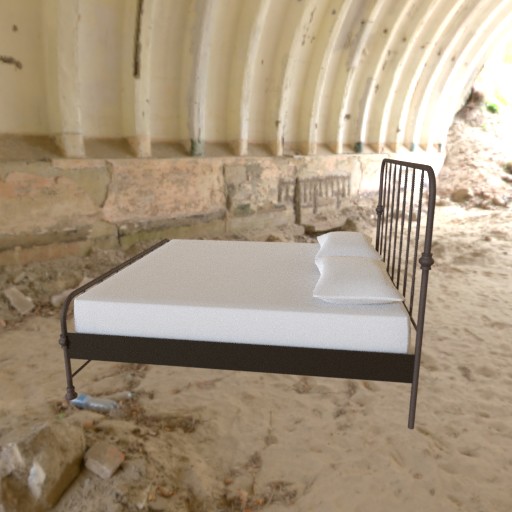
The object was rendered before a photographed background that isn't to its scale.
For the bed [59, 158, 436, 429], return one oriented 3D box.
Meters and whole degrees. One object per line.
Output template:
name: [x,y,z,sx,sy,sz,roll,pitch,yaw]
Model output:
bed: [0.000,0.000,3.421,2.134,1.446,2.044,2,14,8]
